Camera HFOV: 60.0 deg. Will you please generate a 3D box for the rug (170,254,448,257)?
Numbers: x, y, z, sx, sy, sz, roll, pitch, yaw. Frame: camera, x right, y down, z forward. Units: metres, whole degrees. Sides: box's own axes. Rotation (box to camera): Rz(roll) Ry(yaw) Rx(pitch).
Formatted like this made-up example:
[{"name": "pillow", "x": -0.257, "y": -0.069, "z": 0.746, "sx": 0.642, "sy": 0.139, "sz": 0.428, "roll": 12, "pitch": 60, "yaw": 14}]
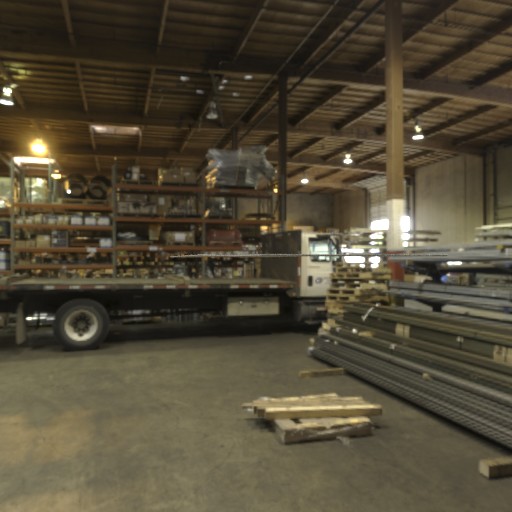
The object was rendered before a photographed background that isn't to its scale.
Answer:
[{"name": "rug", "x": 0.000, "y": 0.000, "z": 2.670, "sx": 0.741, "sy": 0.014, "sz": 2.390, "roll": 0, "pitch": 0, "yaw": -18}]
